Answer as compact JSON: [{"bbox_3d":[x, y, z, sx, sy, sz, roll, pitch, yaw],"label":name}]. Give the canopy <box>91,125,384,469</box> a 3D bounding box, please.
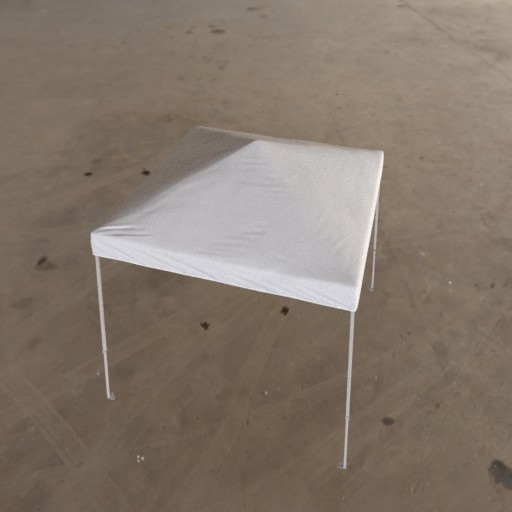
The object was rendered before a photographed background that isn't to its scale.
[{"bbox_3d":[0.000,0.000,5.082,2.849,2.849,2.848,11,42,13],"label":"canopy"}]
